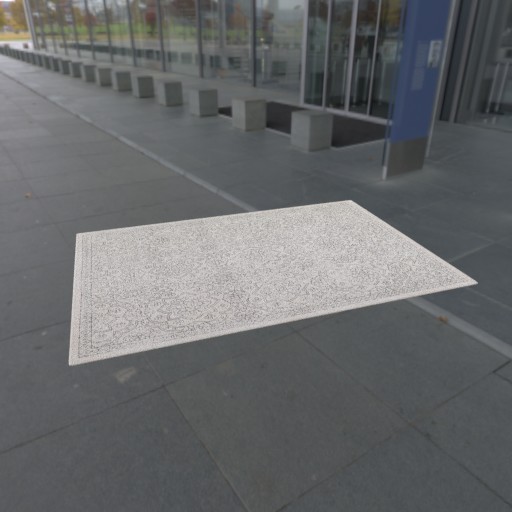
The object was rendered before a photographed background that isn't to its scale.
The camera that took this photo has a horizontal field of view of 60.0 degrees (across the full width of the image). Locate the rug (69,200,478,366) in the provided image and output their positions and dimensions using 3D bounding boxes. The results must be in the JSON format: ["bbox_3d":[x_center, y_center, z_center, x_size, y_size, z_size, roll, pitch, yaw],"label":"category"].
[{"bbox_3d":[0.000,0.000,2.957,2.286,0.011,1.524,-9,28,-16],"label":"rug"}]
